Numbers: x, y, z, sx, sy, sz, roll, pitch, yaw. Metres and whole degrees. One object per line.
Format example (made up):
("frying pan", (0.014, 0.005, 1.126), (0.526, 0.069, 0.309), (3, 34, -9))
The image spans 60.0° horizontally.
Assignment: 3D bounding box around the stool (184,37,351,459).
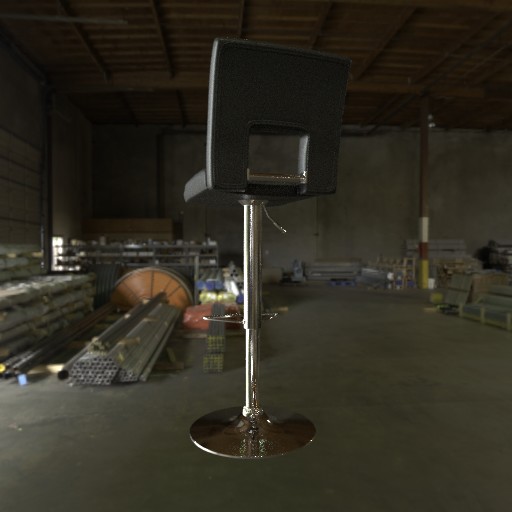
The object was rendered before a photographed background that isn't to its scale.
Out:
("stool", (0.000, 0.000, 1.426), (0.415, 1.151, 0.520), (0, 1, -19))
